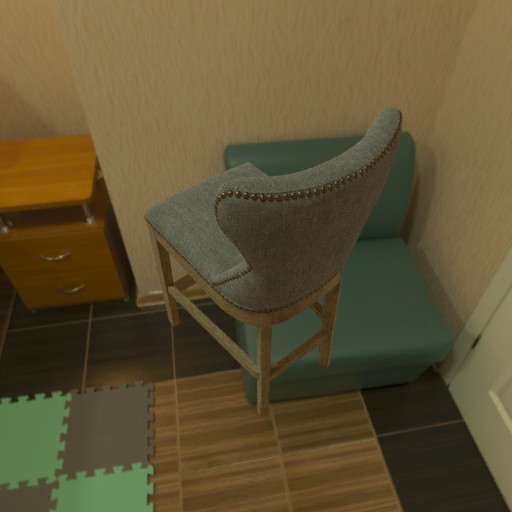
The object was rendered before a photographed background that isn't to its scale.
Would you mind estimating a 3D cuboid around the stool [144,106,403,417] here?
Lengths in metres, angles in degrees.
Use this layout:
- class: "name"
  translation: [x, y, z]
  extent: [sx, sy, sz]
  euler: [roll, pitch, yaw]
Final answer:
- class: "stool"
  translation: [0.000, 0.000, 1.333]
  extent: [0.498, 0.981, 0.608]
  euler: [-30, 53, -26]
